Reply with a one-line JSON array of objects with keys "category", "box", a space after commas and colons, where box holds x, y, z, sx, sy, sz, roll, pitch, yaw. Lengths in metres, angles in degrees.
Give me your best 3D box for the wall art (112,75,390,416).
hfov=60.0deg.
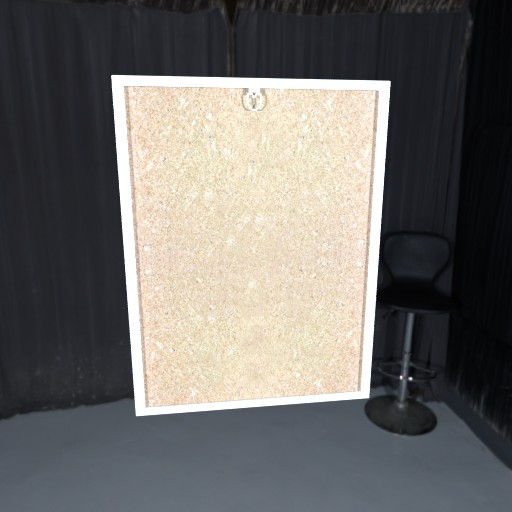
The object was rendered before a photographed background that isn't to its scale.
[{"category": "wall art", "box": [0.000, 0.000, 1.410, 0.805, 1.056, 0.042, -2, 14, -8]}]
